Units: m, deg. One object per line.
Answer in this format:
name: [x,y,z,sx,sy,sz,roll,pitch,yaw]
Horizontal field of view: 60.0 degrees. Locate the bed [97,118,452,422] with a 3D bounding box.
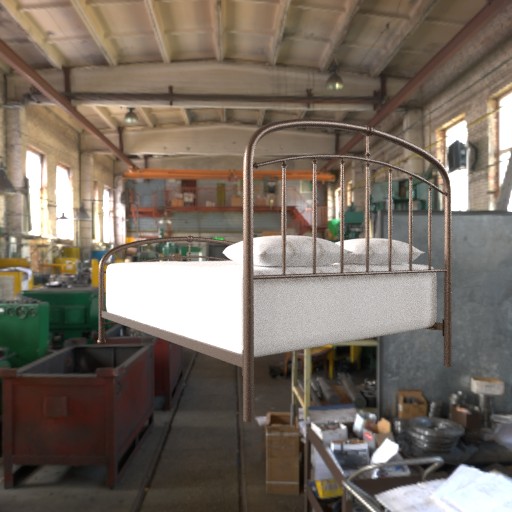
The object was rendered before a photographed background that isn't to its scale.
bed: [0.000,0.000,3.335,1.711,1.475,2.168,0,0,-36]
